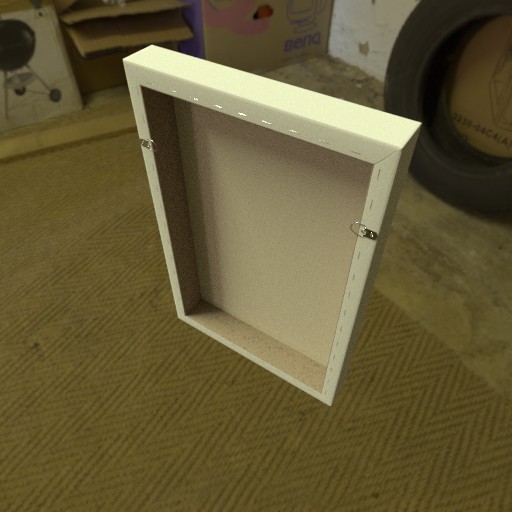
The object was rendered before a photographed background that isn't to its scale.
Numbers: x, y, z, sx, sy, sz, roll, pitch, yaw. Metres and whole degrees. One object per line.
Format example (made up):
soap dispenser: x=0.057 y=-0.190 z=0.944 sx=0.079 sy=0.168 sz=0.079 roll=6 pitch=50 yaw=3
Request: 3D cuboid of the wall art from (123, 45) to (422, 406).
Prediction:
wall art: x=0.000 y=0.000 z=0.485 sx=0.252 sy=0.381 sz=0.039 roll=25 pitch=51 yaw=22
